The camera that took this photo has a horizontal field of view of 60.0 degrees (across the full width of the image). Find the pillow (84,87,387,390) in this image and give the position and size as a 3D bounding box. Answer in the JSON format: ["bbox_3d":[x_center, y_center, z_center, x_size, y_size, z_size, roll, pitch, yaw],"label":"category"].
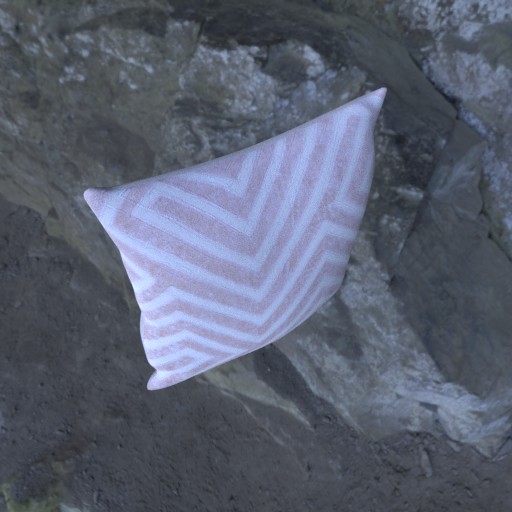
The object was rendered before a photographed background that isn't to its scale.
[{"bbox_3d":[0.000,0.000,0.688,0.440,0.441,0.182,-26,53,-22],"label":"pillow"}]
